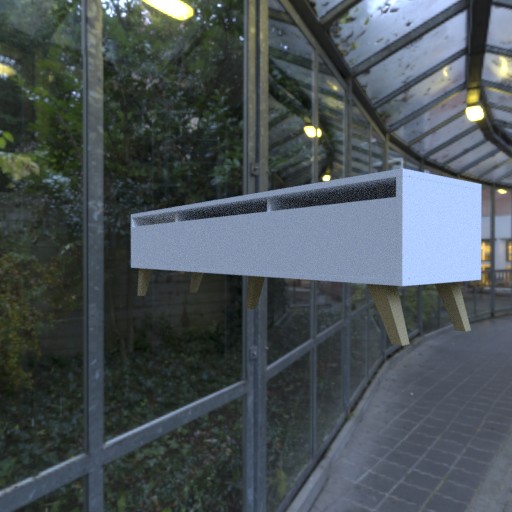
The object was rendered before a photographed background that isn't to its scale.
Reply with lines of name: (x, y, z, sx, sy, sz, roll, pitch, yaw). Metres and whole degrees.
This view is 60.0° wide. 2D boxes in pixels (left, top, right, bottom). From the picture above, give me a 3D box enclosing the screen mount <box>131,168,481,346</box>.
screen mount: (0.000, 0.000, 1.831, 0.399, 0.432, 1.644, 0, 1, -38)
